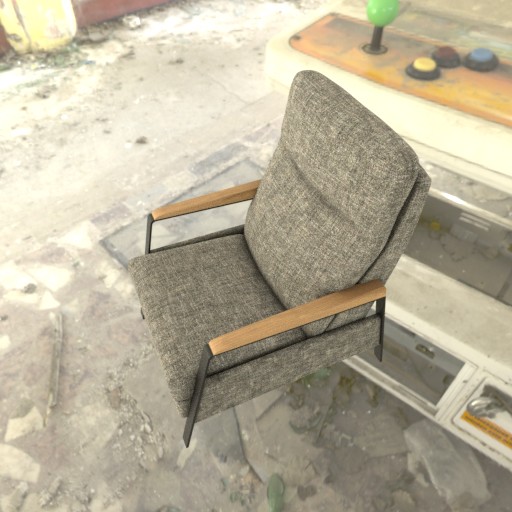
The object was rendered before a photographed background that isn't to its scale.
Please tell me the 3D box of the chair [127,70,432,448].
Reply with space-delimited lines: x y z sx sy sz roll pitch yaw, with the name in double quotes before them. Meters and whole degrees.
"chair" 0.000 0.000 1.583 0.868 1.042 0.671 -18 50 -16
